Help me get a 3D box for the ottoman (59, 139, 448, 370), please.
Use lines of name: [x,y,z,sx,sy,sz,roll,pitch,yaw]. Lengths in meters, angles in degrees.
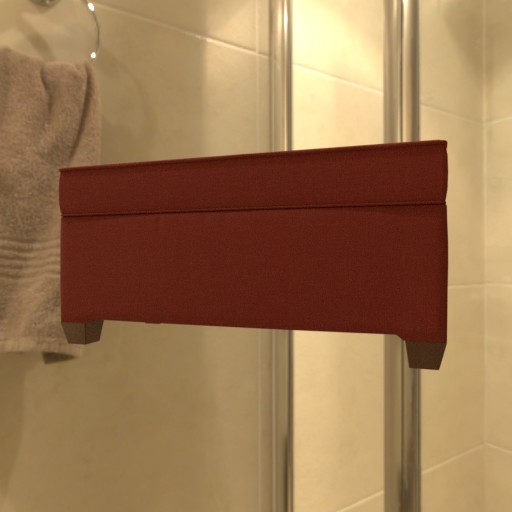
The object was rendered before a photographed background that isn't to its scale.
ottoman: [0.000,0.000,1.212,0.948,0.454,0.497,0,0,18]
